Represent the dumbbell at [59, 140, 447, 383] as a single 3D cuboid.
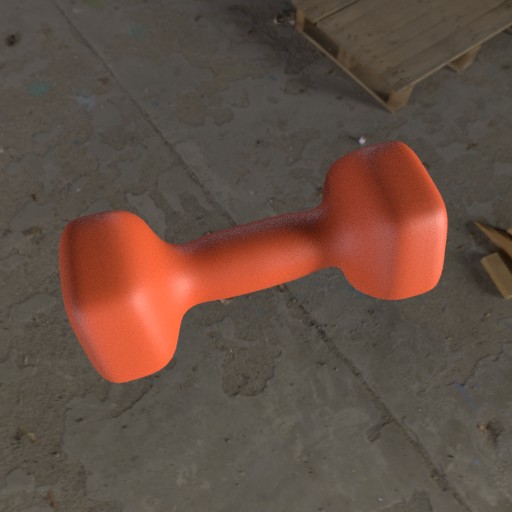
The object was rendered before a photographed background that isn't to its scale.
[{"bbox_3d":[0.000,0.000,0.204,0.162,0.071,0.079,-15,65,-7],"label":"dumbbell"}]
